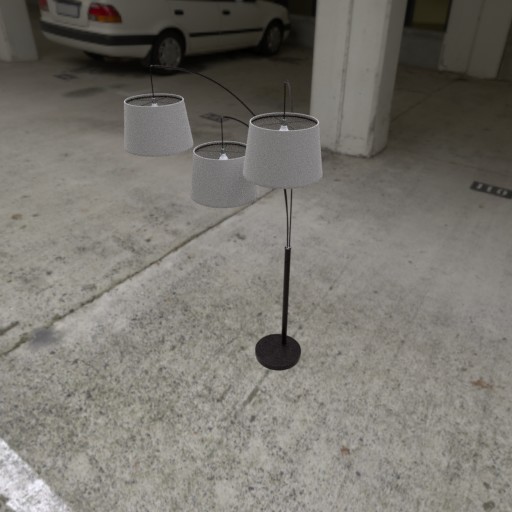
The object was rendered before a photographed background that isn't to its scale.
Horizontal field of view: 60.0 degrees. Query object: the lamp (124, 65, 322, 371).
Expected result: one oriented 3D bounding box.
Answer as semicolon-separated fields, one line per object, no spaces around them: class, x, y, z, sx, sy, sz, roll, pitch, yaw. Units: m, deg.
lamp;0.000;0.000;2.415;0.951;1.950;0.924;19;36;28
